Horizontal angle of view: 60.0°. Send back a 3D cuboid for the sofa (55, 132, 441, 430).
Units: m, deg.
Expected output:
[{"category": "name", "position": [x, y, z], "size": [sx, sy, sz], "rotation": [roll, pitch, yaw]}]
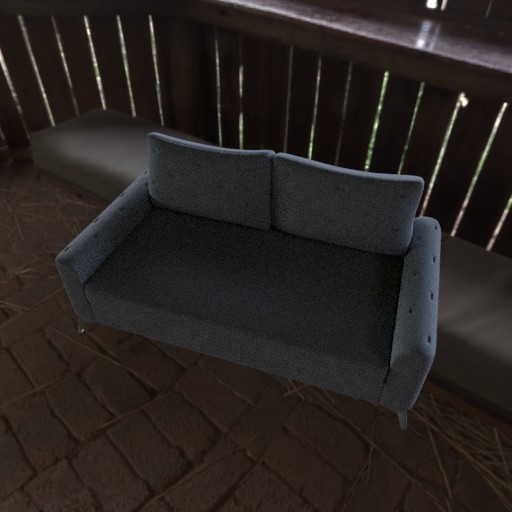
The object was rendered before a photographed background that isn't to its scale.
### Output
[{"category": "sofa", "position": [0.000, 0.000, 2.124], "size": [1.650, 0.790, 0.920], "rotation": [13, 43, 14]}]
